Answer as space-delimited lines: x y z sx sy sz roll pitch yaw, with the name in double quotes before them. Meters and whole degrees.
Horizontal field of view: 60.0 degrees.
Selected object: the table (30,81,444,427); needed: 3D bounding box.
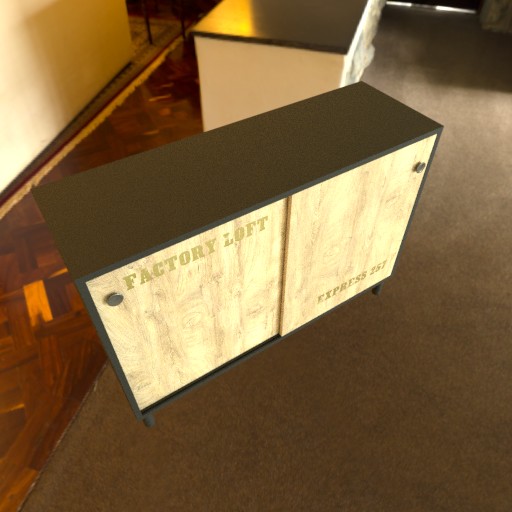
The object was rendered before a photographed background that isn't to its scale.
"table" 0.000 0.000 1.617 1.200 0.855 0.400 -25 51 -22
